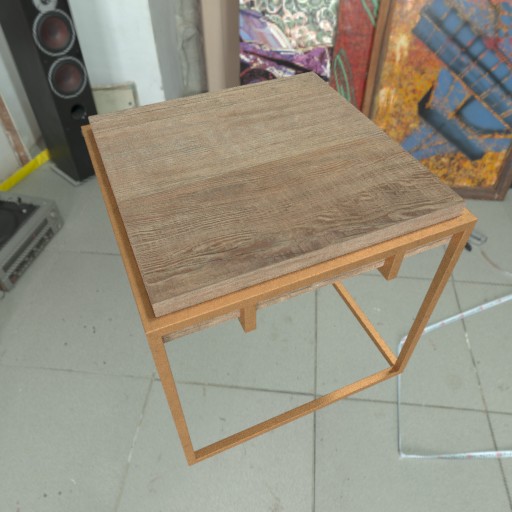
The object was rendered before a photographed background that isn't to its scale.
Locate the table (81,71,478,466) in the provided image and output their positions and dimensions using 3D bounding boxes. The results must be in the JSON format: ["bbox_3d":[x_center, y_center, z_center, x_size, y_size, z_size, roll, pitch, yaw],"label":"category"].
[{"bbox_3d":[0.000,0.000,1.082,0.599,0.584,0.599,-18,49,-16],"label":"table"}]
